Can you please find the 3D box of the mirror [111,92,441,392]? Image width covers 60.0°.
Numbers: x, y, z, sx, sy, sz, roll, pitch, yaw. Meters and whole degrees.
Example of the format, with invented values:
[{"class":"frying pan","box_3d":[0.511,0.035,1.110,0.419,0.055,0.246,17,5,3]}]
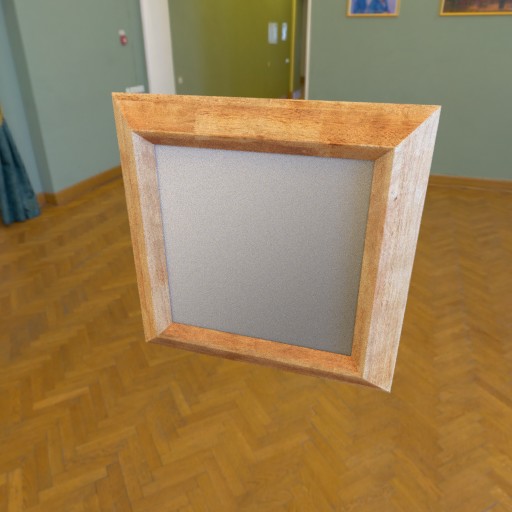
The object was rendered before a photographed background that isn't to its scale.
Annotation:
[{"class":"mirror","box_3d":[0.000,0.000,0.972,0.651,0.651,0.047,8,28,15]}]
